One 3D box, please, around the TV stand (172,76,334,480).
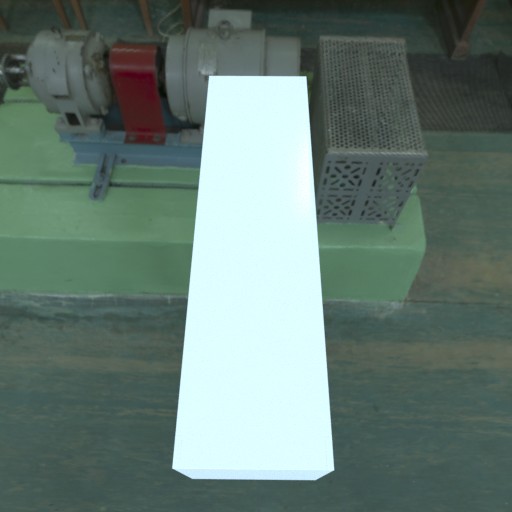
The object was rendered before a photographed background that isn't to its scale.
[{"bbox_3d":[0.000,0.000,1.687,0.410,0.440,1.500,0,60,0],"label":"TV stand"}]
